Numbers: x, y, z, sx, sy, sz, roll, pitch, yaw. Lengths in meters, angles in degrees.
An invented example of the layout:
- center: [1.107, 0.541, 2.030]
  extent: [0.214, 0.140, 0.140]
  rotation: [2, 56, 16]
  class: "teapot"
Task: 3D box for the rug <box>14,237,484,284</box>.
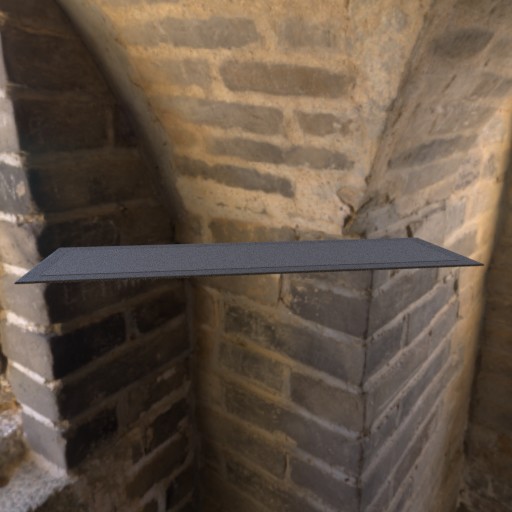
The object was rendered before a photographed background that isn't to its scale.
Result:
- center: [0.000, 0.000, 2.629]
  extent: [2.430, 0.012, 0.759]
  rotation: [-2, 14, -8]
  class: "rug"
